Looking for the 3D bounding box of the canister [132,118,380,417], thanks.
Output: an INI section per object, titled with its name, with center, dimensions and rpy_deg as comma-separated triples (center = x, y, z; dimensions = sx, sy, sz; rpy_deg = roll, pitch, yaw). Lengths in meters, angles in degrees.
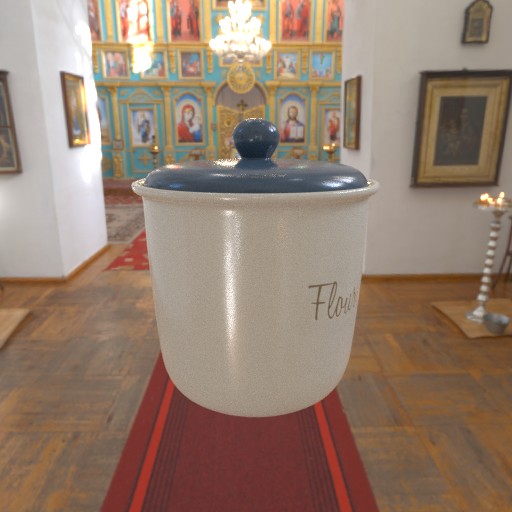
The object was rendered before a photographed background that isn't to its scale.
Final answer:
[canister]
center = 0.000, 0.000, 0.350
dimensions = 0.182, 0.208, 0.182
rpy_deg = 0, 15, 0
